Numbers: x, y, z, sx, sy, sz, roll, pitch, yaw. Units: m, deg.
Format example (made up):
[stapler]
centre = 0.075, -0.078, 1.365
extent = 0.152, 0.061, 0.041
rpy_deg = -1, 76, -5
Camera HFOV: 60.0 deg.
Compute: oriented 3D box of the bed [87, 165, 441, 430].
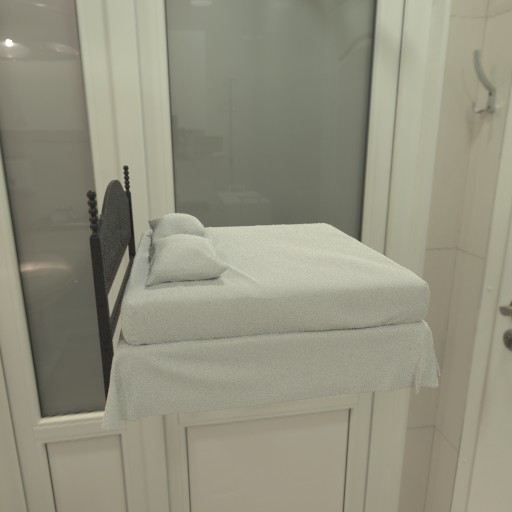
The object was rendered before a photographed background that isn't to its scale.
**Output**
[bed]
centre = 0.000, 0.000, 3.629
extent = 2.219, 1.355, 2.322
rpy_deg = -3, 16, -10
